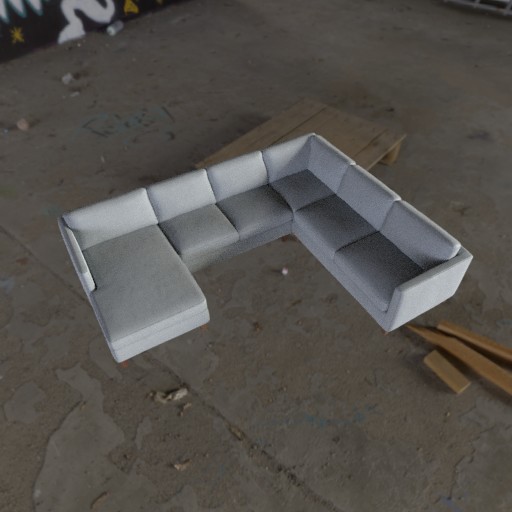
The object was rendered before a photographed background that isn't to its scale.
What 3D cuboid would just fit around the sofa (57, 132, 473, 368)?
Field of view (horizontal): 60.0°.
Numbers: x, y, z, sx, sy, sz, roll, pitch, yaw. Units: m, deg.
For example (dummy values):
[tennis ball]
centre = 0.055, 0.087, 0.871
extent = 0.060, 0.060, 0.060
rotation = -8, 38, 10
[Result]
[sofa]
centre = 0.000, 0.000, 4.468
extent = 3.238, 0.853, 2.551
rotation = -23, 50, -21
